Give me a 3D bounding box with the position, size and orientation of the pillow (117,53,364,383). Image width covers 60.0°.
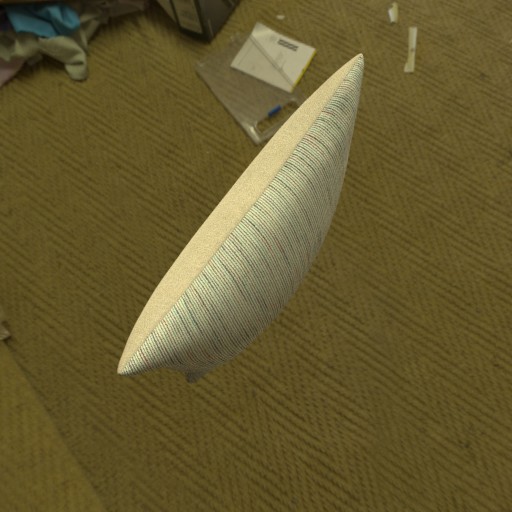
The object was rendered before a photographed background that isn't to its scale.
[{"bbox_3d":[0.000,0.000,0.770,0.178,0.506,0.512,34,77,9],"label":"pillow"}]
